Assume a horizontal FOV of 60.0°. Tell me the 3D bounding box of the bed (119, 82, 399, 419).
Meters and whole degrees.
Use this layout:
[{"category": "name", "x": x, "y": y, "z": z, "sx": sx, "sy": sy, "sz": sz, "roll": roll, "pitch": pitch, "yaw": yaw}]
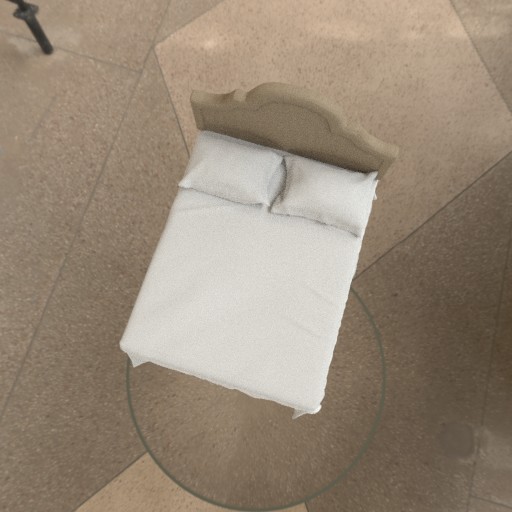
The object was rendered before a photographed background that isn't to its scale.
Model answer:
[{"category": "bed", "x": 0.000, "y": 0.000, "z": 3.431, "sx": 1.780, "sy": 1.634, "sz": 2.222, "roll": 17, "pitch": 76, "yaw": 4}]
